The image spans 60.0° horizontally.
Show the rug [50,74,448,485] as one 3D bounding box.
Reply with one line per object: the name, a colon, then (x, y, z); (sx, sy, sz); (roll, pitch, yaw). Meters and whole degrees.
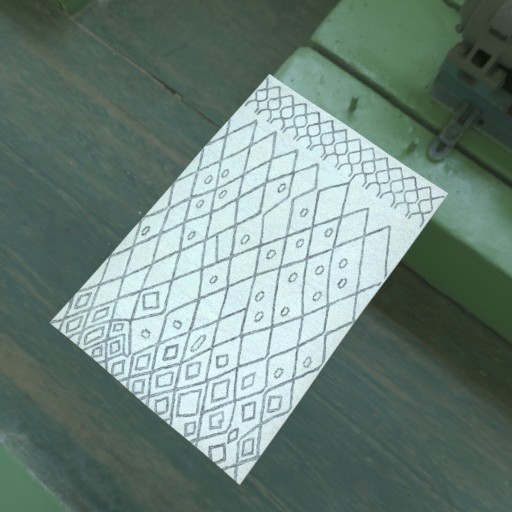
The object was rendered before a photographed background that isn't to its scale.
rug: (0.000, 0.000, 2.319); (1.222, 0.015, 1.828); (37, 79, 9)
